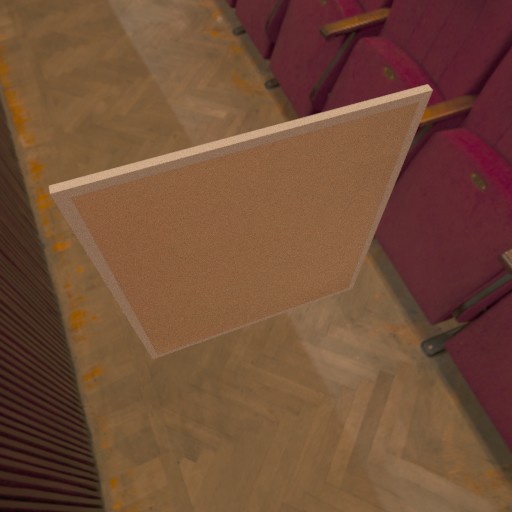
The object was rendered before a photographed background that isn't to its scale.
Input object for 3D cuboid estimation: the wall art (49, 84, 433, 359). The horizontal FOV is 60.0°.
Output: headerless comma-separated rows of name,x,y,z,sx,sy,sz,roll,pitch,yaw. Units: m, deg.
wall art,0.000,0.000,0.765,0.482,0.557,0.012,-18,60,-11
